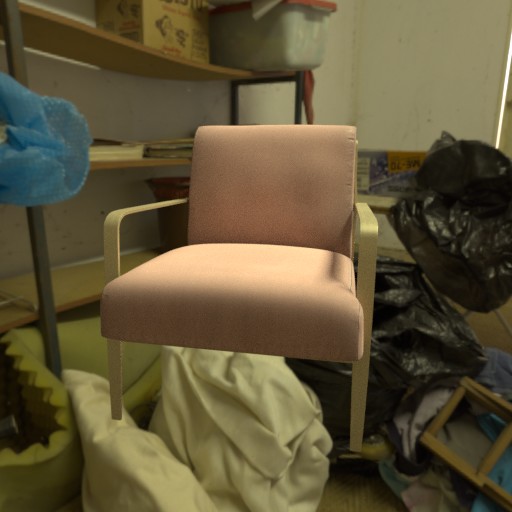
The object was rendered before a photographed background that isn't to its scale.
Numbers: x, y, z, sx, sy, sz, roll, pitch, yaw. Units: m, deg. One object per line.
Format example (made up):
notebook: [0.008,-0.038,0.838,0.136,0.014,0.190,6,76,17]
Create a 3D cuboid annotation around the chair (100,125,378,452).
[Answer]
chair: [0.000,0.000,1.429,0.701,0.823,0.848,3,16,11]
